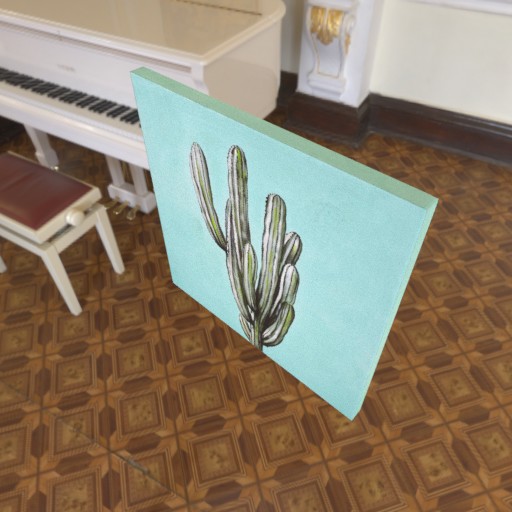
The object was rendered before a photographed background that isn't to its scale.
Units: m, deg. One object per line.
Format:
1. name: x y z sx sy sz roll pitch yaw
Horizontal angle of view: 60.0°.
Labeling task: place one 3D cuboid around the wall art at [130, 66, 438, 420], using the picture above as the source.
1. wall art: 0.000 0.000 1.622 1.071 1.073 0.070 33 54 28
